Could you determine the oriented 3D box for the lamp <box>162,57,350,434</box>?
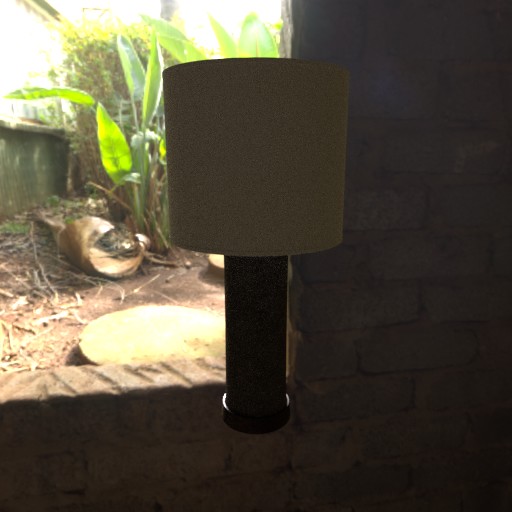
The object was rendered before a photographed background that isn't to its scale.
[{"bbox_3d":[0.000,0.000,0.792,0.301,0.630,0.301,-13,18,-43],"label":"lamp"}]
